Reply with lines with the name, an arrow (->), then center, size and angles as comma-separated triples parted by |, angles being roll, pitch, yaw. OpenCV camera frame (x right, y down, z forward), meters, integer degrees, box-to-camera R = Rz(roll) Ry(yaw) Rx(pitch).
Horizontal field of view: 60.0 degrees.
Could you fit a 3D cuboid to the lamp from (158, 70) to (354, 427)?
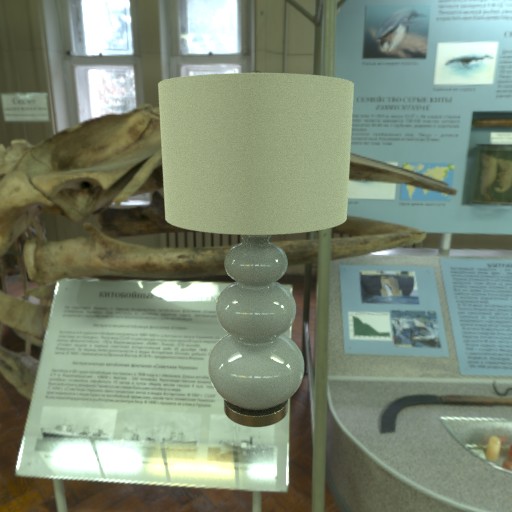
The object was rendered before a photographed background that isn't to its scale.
lamp -> 0.000, 0.000, 0.938 | 0.367, 0.730, 0.367 | -8, 17, -26
